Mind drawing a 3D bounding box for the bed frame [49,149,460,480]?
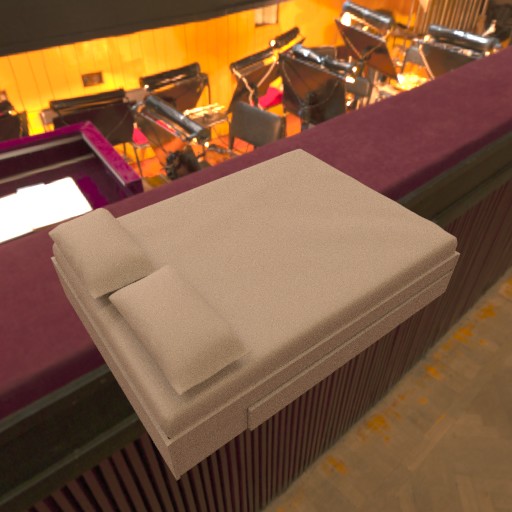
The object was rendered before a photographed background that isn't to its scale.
[{"bbox_3d":[0.000,0.000,2.625,1.950,0.629,1.450,-26,48,-27],"label":"bed frame"}]
